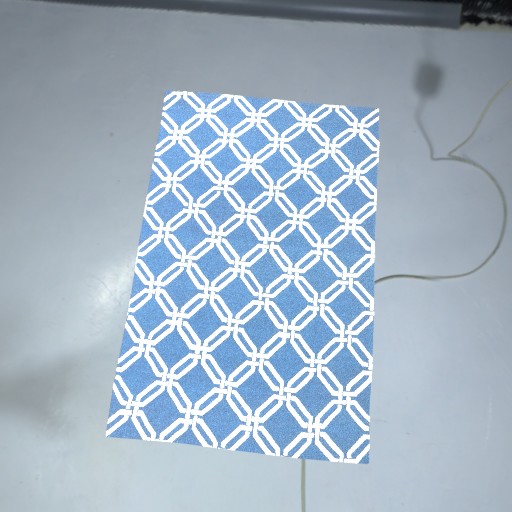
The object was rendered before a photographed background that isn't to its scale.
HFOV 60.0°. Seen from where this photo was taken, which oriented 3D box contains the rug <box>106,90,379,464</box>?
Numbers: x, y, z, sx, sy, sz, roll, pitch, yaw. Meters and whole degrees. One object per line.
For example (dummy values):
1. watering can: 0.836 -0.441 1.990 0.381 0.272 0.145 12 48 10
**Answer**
1. rug: 0.000 0.000 2.136 1.153 0.010 1.755 5 75 1
